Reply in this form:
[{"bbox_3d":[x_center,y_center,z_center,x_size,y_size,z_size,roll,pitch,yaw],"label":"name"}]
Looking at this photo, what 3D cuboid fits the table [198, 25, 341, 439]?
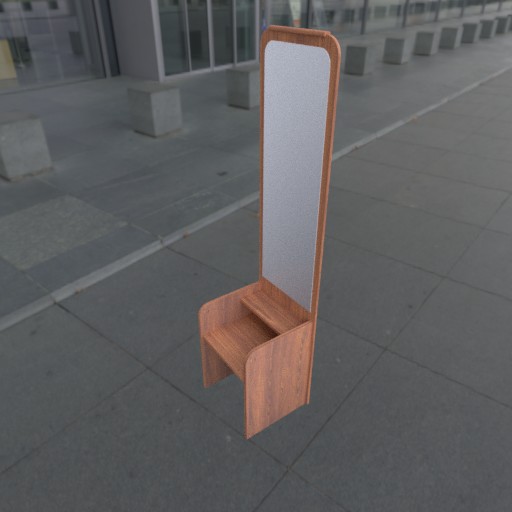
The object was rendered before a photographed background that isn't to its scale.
[{"bbox_3d":[0.000,0.000,2.014,0.420,1.830,0.450,-21,37,-30],"label":"table"}]
